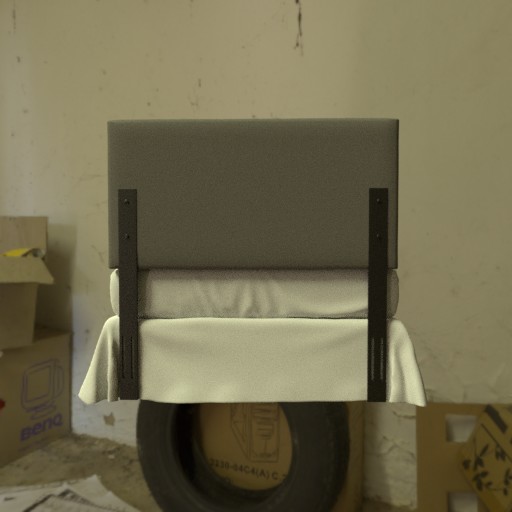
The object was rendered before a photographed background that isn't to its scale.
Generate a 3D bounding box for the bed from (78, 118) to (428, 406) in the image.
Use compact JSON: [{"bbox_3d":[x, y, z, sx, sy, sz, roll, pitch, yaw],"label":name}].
[{"bbox_3d":[0.000,0.000,3.484,1.936,1.577,2.222,0,2,1],"label":"bed"}]
